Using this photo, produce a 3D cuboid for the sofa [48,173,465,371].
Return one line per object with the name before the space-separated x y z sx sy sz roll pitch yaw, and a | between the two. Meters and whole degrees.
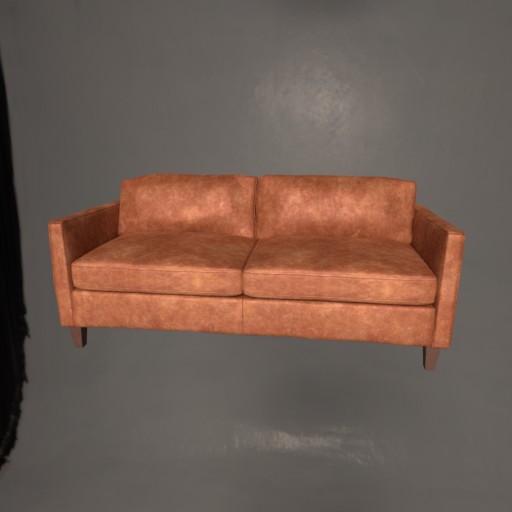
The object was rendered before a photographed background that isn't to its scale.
sofa | 0.000 0.000 2.502 1.971 0.863 0.923 2 15 7
